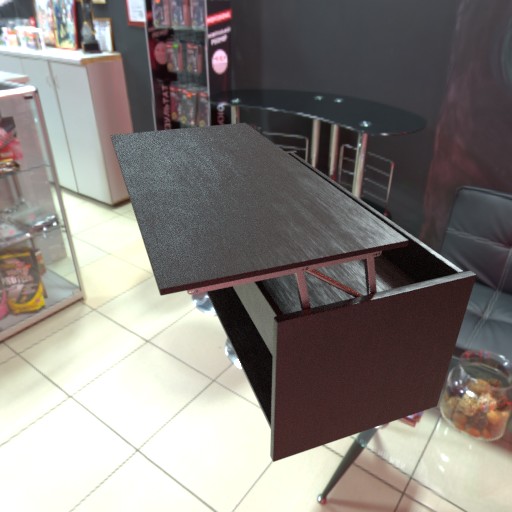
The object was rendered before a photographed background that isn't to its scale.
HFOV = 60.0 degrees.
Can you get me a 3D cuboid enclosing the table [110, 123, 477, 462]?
[{"bbox_3d":[0.000,0.000,1.391,0.712,0.570,1.000,-11,32,-17],"label":"table"}]
